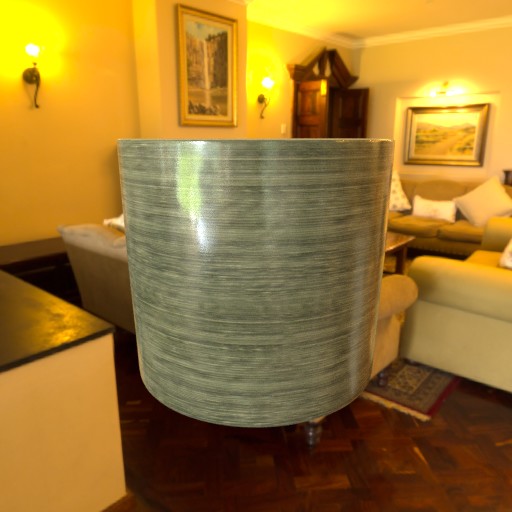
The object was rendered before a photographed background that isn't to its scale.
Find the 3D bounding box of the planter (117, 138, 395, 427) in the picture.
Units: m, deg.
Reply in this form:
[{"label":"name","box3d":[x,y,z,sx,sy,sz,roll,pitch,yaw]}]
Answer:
[{"label":"planter","box3d":[0.000,0.000,0.394,0.221,0.201,0.221,0,15,0]}]
